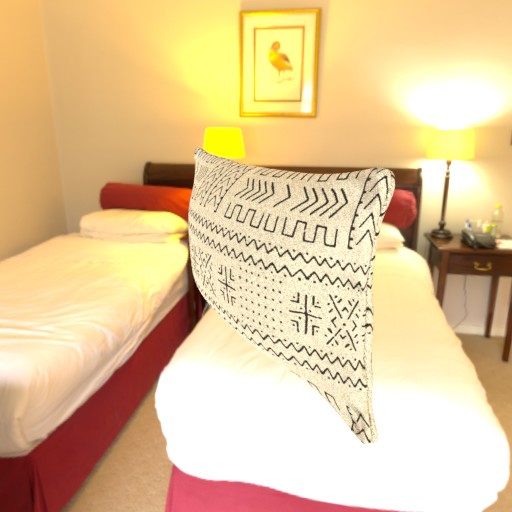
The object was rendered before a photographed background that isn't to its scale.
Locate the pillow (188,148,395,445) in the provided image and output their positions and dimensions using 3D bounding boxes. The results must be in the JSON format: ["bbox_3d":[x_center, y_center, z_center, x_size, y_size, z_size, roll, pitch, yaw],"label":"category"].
[{"bbox_3d":[0.000,0.000,0.785,0.188,0.352,0.637,-8,18,-25],"label":"pillow"}]
